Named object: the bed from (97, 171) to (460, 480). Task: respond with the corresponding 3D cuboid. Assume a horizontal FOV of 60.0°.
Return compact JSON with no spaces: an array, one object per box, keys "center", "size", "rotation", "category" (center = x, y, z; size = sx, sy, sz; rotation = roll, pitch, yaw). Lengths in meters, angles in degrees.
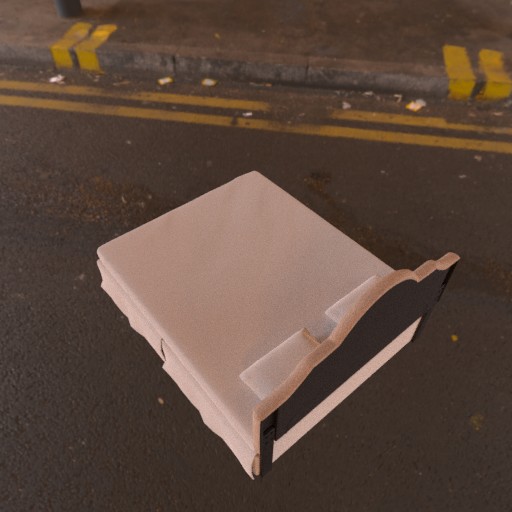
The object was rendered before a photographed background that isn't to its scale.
[{"center":[0.000,0.000,3.018],"size":[1.667,1.194,1.970],"rotation":[-31,54,-26],"category":"bed"}]
